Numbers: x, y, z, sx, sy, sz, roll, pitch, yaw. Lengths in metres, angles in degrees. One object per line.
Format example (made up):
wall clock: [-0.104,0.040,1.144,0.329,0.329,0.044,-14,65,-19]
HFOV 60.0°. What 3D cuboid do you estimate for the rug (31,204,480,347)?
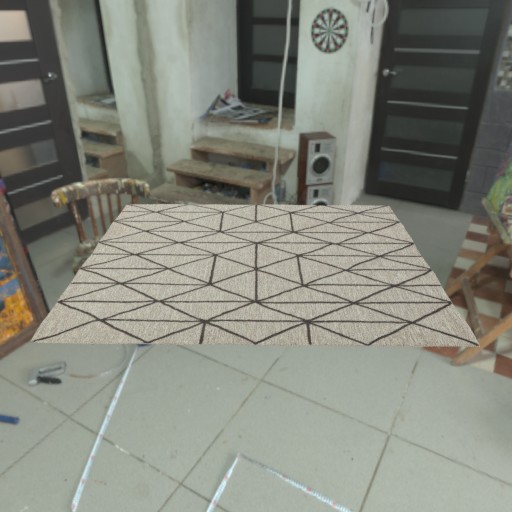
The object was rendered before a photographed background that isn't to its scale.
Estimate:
rug: [0.000,0.000,4.056,3.061,0.022,2.468,0,29,1]
